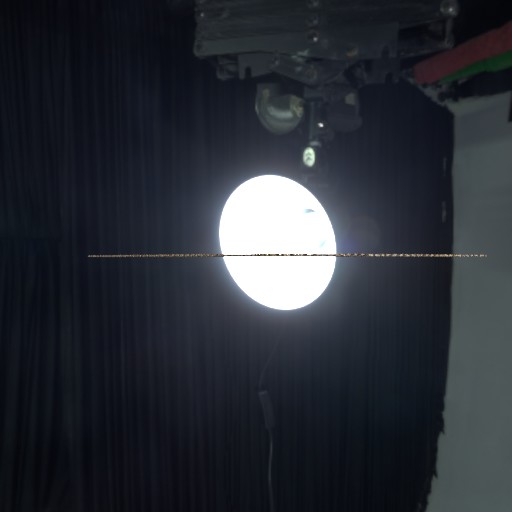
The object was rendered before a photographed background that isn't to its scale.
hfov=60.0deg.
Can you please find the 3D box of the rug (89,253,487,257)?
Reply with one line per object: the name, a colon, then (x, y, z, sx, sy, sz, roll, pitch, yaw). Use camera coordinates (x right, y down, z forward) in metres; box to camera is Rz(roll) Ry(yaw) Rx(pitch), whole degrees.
rug: (0.000, 0.000, 2.335, 1.219, 0.008, 1.828, 0, 0, -37)
